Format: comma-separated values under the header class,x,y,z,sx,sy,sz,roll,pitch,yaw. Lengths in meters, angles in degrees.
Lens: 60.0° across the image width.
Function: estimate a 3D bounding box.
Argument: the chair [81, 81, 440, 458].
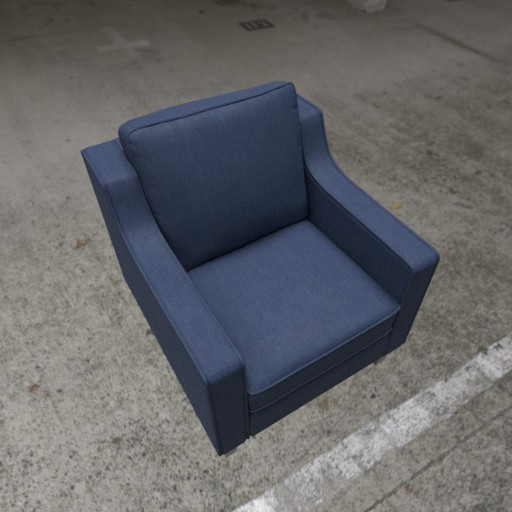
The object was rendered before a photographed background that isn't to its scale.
class,x,y,z,sx,sy,sz,roll,pitch,yaw
chair,0.000,0.000,1.607,0.831,0.960,0.909,-24,52,-21
